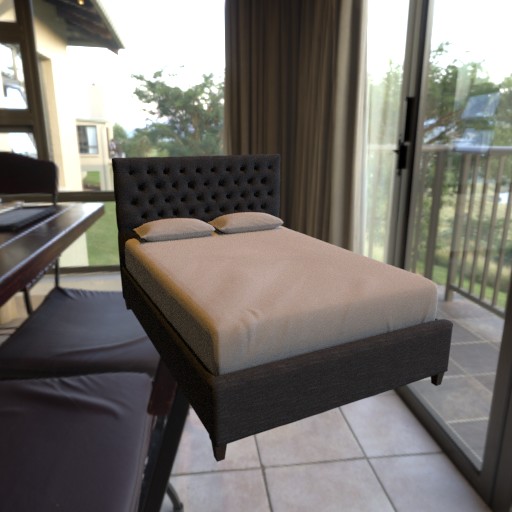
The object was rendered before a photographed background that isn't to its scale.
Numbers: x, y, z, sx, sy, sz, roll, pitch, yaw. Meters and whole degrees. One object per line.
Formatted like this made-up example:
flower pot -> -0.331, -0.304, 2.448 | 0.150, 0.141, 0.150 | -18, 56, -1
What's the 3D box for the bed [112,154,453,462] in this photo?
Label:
bed -> 0.000, 0.000, 3.445 | 1.698, 1.427, 2.387 | -8, 17, -26
